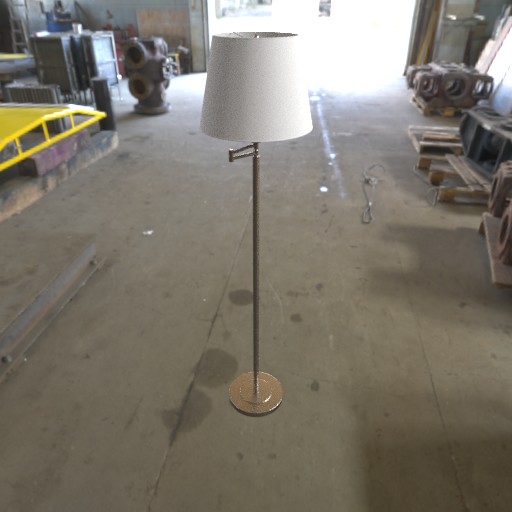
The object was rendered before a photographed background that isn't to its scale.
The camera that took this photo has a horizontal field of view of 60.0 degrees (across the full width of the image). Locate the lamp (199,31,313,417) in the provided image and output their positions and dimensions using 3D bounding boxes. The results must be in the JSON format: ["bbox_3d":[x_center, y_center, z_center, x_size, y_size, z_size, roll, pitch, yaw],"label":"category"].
[{"bbox_3d":[0.000,0.000,1.642,0.355,1.473,0.355,0,31,0],"label":"lamp"}]
